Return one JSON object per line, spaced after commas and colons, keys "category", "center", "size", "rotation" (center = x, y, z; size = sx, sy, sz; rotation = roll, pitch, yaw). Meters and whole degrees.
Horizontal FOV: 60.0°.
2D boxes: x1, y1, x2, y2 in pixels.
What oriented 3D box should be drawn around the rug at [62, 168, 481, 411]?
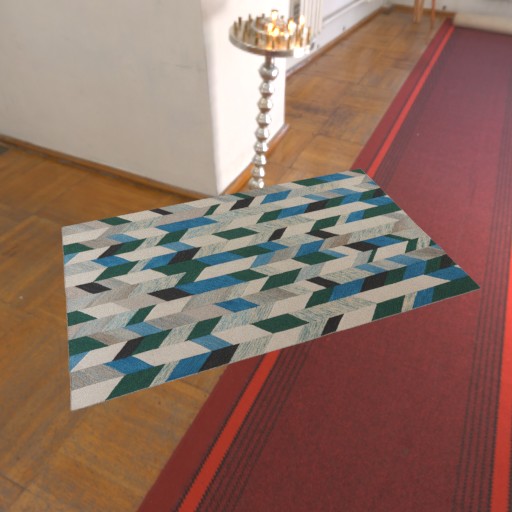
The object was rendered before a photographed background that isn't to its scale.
{"category": "rug", "center": [0.000, 0.000, 2.963], "size": [2.433, 0.007, 1.507], "rotation": [-13, 44, -14]}
